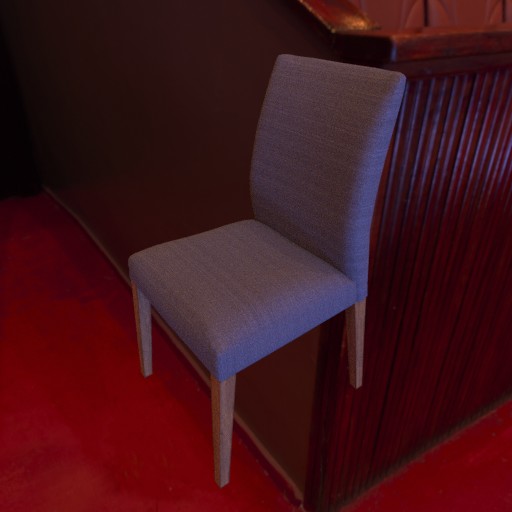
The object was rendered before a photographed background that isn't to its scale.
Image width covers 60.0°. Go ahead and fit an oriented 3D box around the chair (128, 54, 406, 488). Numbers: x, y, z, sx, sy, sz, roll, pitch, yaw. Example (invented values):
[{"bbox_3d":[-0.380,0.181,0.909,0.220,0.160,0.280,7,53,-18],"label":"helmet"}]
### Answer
[{"bbox_3d":[0.000,0.000,1.209,0.585,0.940,0.496,-21,37,-30],"label":"chair"}]
